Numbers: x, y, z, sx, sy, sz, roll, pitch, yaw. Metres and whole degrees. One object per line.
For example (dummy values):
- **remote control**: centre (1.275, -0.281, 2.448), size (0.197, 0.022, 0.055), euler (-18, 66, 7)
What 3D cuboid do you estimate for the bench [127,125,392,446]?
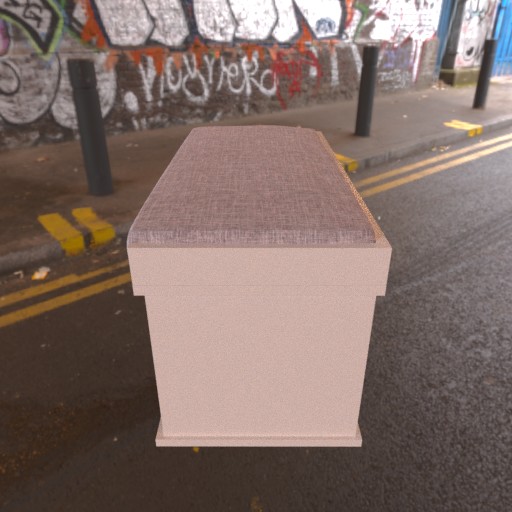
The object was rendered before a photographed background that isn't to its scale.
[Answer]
- **bench**: centre (0.000, 0.000, 1.004), size (0.362, 0.461, 0.734), euler (0, 27, 0)
